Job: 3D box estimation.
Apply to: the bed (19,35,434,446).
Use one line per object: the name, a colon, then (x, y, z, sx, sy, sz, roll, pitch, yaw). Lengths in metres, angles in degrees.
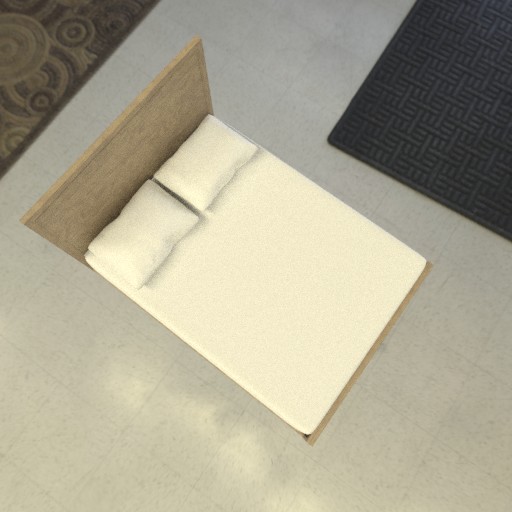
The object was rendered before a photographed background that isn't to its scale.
bed: (0.000, 0.000, 3.191, 2.189, 1.369, 1.606, 36, 78, 9)
